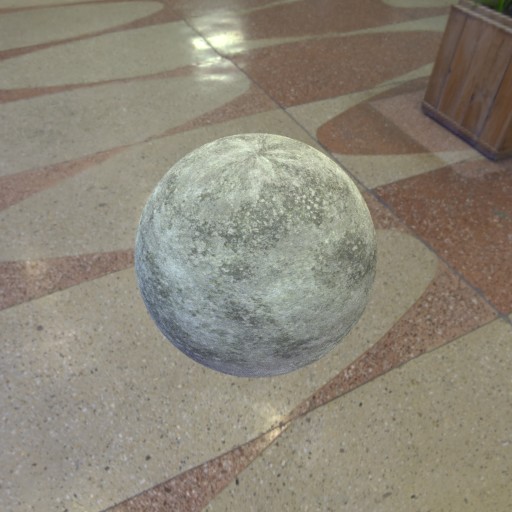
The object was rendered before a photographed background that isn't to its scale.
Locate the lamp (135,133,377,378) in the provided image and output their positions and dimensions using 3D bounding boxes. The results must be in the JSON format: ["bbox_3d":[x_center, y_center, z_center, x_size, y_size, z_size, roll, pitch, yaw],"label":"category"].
[{"bbox_3d":[0.000,0.000,0.798,0.422,0.429,0.422,0,46,0],"label":"lamp"}]
